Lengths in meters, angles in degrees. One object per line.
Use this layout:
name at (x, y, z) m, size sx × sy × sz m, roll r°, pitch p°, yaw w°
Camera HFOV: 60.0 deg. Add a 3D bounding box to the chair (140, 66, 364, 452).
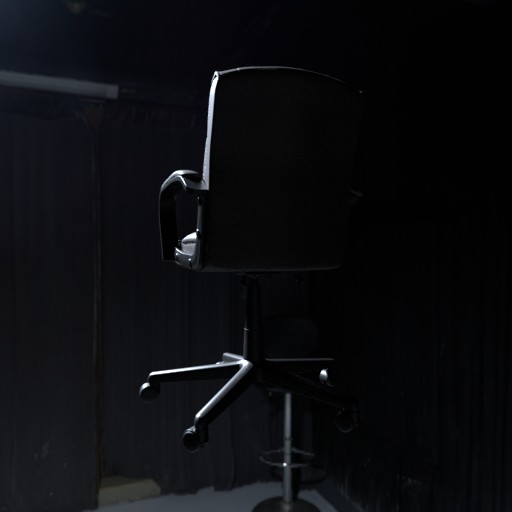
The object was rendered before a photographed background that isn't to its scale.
chair at (0.000, 0.000, 1.492) m, size 0.739 × 1.004 × 0.717 m, roll -1°, pitch 2°, yaw -20°
